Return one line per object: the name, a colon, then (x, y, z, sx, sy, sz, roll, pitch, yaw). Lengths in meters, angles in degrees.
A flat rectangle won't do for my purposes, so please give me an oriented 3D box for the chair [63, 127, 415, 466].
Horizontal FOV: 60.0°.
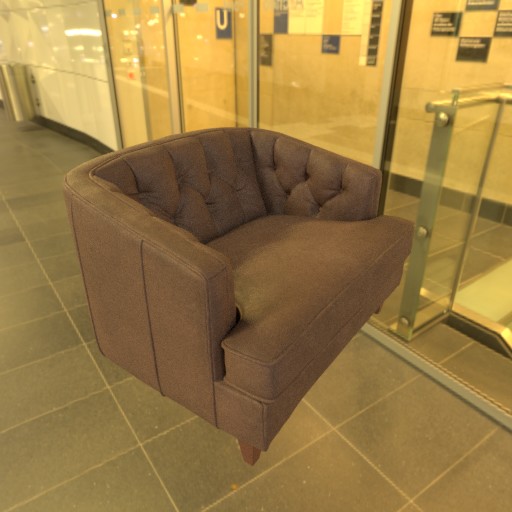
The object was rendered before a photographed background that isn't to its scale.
chair: (0.000, 0.000, 1.672, 0.914, 0.787, 1.118, 18, 32, 31)
